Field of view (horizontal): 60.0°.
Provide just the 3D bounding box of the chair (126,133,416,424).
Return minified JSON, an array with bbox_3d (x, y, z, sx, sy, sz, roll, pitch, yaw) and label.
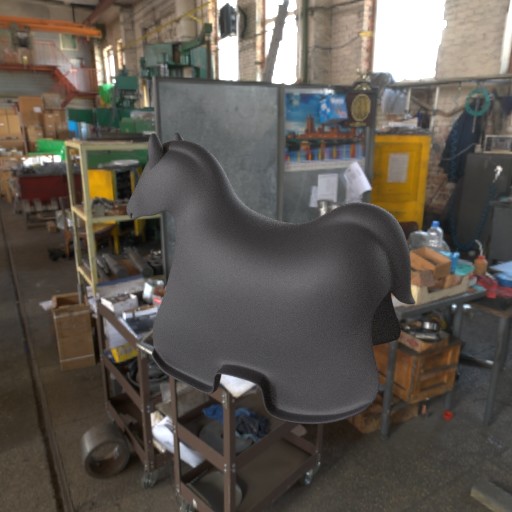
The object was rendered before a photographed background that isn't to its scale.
[{"bbox_3d":[0.000,0.000,1.151,0.800,0.612,0.429,8,18,25],"label":"chair"}]
